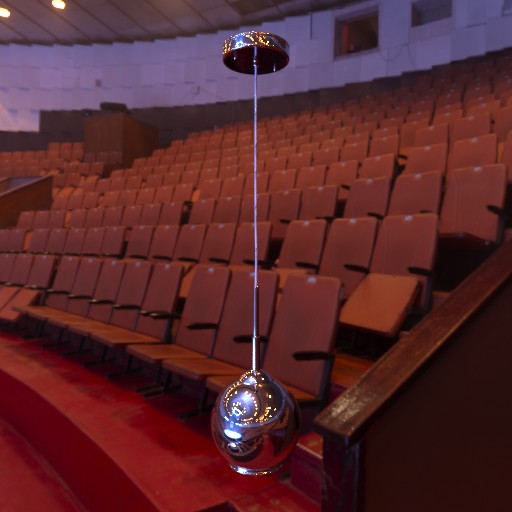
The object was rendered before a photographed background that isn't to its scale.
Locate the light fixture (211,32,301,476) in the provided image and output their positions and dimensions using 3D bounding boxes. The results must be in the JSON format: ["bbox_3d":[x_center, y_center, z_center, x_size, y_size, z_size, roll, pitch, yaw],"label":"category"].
[{"bbox_3d":[0.000,0.000,1.648,0.336,1.538,0.336,0,0,-35],"label":"light fixture"}]
